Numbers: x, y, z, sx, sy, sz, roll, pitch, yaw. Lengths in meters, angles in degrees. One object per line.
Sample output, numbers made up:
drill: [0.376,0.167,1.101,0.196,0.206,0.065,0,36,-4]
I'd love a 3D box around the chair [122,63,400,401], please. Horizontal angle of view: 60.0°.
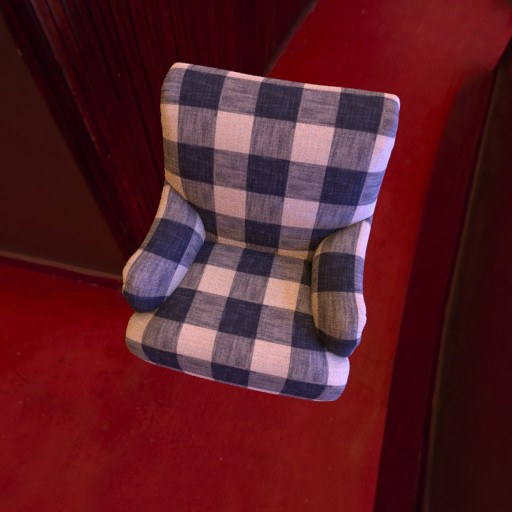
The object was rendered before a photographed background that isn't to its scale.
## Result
chair: [0.000,0.000,1.590,0.781,0.953,0.848,11,60,6]
